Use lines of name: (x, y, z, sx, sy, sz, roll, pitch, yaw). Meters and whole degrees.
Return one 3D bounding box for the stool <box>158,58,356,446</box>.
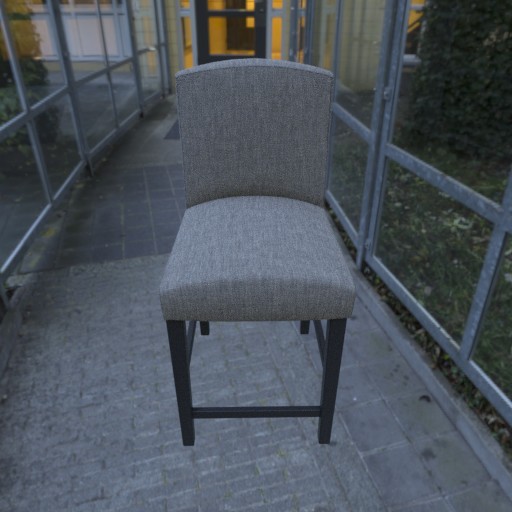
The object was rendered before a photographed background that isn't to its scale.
stool: (0.000, 0.000, 1.246, 0.451, 0.966, 0.552, 0, 30, -1)
